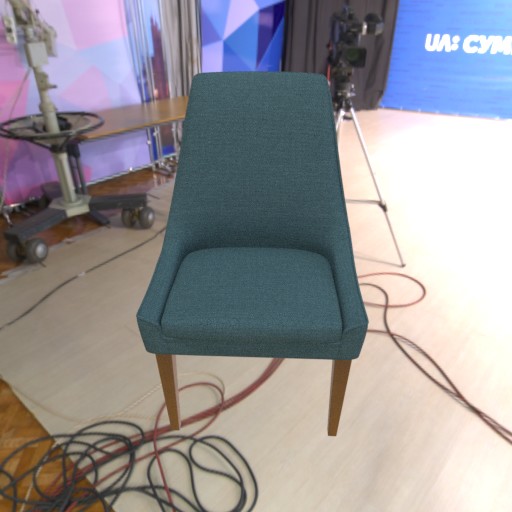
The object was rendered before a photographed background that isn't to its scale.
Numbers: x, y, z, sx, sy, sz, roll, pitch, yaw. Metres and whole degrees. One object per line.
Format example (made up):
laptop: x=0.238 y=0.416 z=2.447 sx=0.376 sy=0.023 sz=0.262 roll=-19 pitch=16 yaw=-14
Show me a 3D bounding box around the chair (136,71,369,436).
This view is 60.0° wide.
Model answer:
chair: x=0.000 y=0.000 z=1.205 sx=0.529 sy=0.861 sz=0.544 roll=1 pitch=31 yaw=2
